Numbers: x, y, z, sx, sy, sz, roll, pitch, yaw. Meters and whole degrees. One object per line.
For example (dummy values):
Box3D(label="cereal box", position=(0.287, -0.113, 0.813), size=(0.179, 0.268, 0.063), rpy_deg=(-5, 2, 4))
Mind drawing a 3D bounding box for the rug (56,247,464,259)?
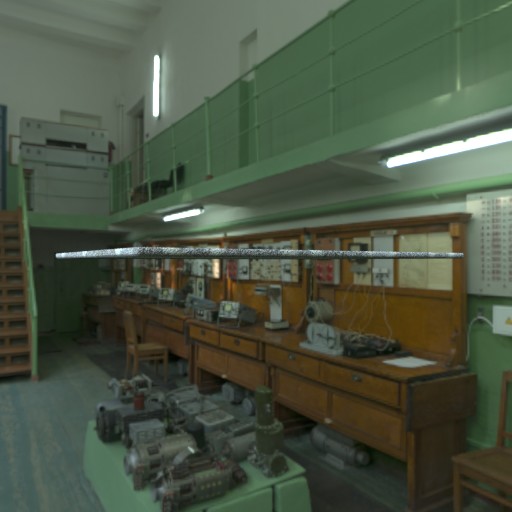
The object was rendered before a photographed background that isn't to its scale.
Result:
Box3D(label="rug", position=(0.000, 0.000, 2.156), size=(1.600, 0.025, 1.200), rpy_deg=(0, -1, -34))
